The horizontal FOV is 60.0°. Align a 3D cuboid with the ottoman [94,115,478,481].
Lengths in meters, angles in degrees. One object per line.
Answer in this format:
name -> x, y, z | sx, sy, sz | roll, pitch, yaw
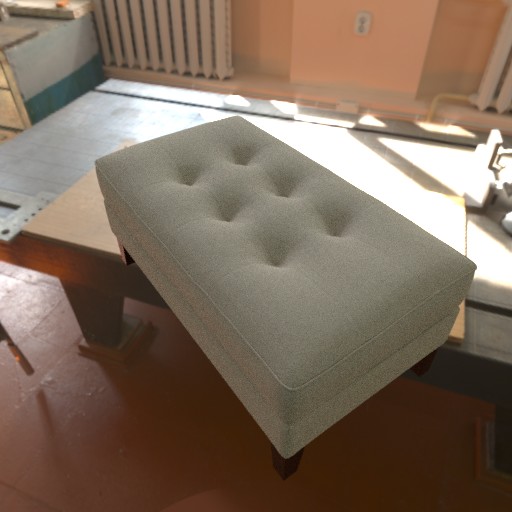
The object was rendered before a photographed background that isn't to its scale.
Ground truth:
ottoman -> 0.000, 0.000, 1.477 | 0.648, 0.508, 1.143 | -25, 47, -26
